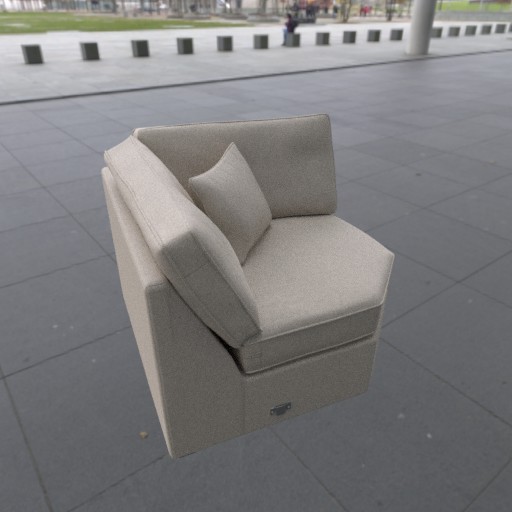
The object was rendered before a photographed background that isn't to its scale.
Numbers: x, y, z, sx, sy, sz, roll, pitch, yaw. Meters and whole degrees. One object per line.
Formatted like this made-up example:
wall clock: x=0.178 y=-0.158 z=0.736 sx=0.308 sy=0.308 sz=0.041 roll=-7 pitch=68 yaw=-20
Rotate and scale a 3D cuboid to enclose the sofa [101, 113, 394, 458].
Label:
sofa: x=0.000 y=0.000 z=1.821 sx=1.042 sy=0.937 sz=1.050 roll=-11 pitch=32 yaw=-19
